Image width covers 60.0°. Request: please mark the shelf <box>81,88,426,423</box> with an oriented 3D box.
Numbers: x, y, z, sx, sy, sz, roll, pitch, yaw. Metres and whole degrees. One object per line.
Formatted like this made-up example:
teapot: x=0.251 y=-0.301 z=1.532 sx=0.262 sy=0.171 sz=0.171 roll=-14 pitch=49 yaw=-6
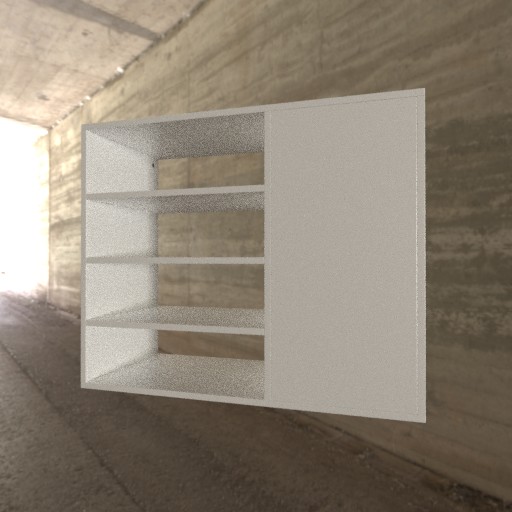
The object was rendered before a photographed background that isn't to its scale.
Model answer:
shelf: x=0.000 y=0.000 z=1.288 sx=0.895 sy=0.732 sz=0.396 roll=0 pitch=0 yaw=17
